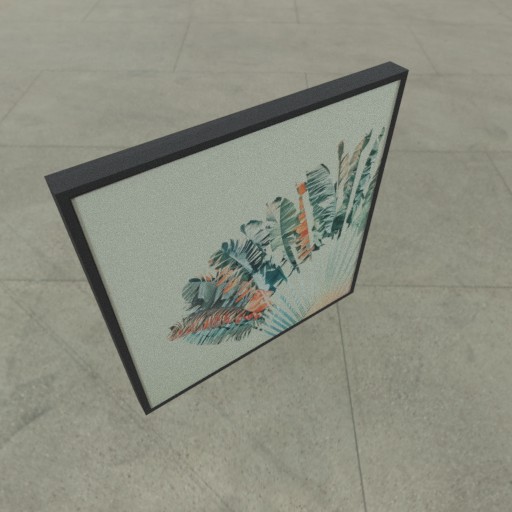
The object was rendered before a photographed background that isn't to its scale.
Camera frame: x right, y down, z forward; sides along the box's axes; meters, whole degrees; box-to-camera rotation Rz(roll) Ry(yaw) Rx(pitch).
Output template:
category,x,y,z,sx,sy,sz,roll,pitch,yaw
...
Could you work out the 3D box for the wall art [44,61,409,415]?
category,x,y,z,sx,sy,sz,roll,pitch,yaw
wall art,0.000,0.000,0.733,0.509,0.507,0.037,-26,52,-23
